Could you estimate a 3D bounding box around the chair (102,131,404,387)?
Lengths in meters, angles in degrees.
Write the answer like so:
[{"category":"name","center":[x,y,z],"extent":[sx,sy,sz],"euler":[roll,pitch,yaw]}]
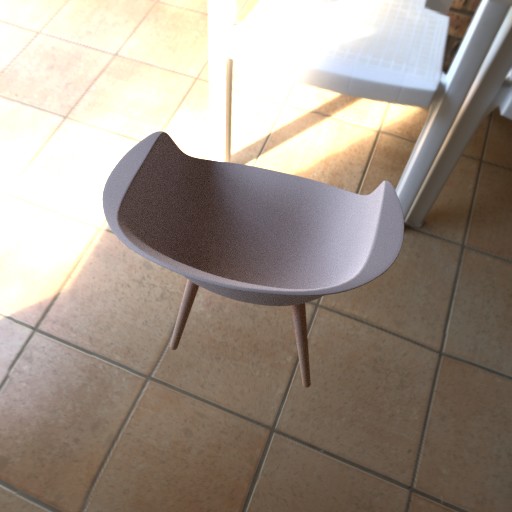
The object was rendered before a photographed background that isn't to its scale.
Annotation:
[{"category":"chair","center":[0.000,0.000,1.142],"extent":[0.593,0.781,0.504],"euler":[14,64,7]}]
